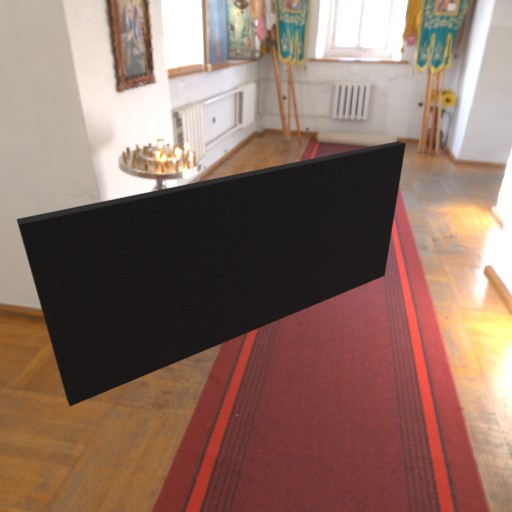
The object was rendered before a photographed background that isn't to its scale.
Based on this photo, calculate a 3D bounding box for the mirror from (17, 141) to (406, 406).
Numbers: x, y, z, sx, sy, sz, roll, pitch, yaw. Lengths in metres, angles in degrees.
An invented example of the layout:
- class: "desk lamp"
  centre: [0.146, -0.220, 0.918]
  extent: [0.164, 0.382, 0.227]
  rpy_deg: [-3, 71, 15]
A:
- class: "mirror"
  centre: [0.000, 0.000, 1.775]
  extent: [1.584, 0.692, 0.047]
  rpy_deg: [-18, 33, -29]
